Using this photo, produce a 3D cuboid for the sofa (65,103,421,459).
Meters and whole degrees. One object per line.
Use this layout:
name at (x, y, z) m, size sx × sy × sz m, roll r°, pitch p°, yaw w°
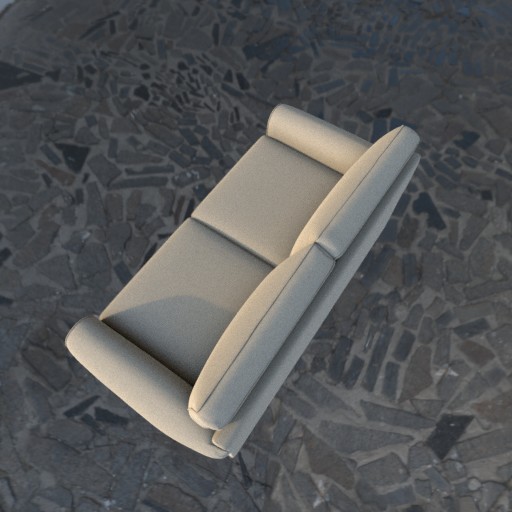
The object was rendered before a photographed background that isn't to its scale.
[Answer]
sofa at (0.000, 0.000, 2.387) m, size 0.940 × 0.952 × 1.930 m, roll 31°, pitch 67°, yaw 15°
